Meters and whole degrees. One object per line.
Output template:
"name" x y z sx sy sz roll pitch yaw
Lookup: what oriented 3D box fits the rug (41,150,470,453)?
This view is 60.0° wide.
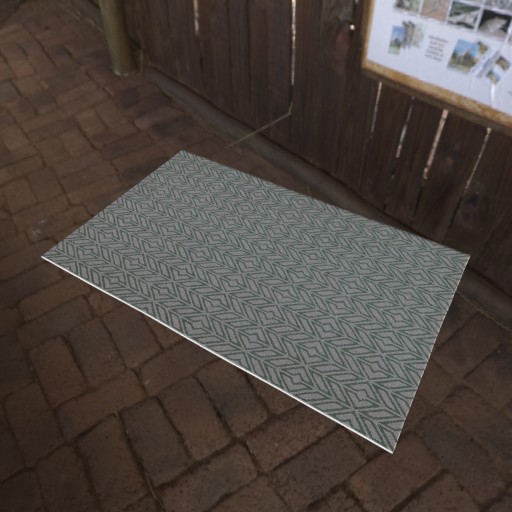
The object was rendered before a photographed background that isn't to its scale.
"rug" 0.000 0.000 2.962 2.435 0.011 1.517 24 50 21
